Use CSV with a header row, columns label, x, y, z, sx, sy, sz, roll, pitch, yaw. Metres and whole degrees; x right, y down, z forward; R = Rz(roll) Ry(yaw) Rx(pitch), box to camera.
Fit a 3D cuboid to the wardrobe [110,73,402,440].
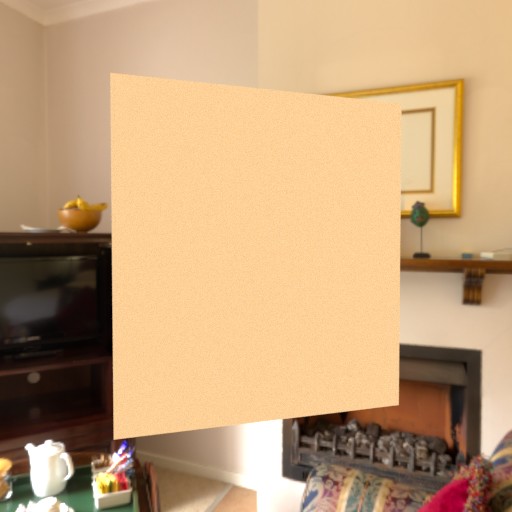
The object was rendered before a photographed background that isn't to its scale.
label,x,y,z,sx,sy,sz,roll,pitch,yaw
wardrobe,0.000,0.000,2.984,1.830,2.020,0.600,0,2,-17
